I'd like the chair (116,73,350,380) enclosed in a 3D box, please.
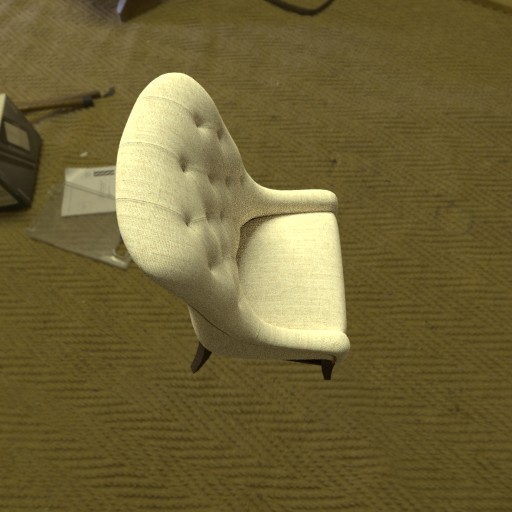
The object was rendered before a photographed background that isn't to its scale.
[{"bbox_3d":[0.000,0.000,1.473,0.629,1.091,0.634,1,63,0],"label":"chair"}]
